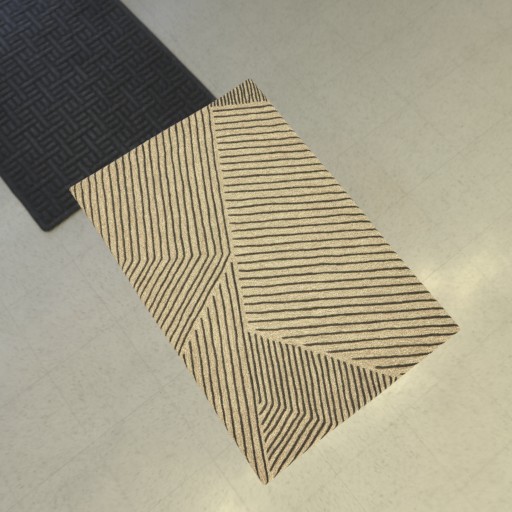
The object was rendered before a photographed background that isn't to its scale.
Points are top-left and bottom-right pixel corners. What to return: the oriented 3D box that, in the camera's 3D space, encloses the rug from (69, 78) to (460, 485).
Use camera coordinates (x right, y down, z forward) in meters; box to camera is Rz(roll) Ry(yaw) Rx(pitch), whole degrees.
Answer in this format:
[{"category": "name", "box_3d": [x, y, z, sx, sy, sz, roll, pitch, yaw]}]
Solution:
[{"category": "rug", "box_3d": [0.000, 0.000, 2.350, 1.237, 0.019, 1.842, -35, 77, -9]}]
